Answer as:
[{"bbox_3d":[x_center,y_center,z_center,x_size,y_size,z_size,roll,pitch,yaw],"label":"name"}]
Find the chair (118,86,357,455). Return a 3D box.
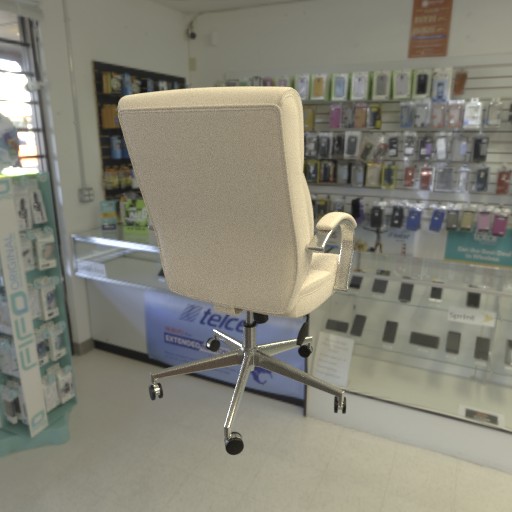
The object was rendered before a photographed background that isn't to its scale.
[{"bbox_3d":[0.000,0.000,1.603,0.727,1.099,0.745,8,18,27],"label":"chair"}]
